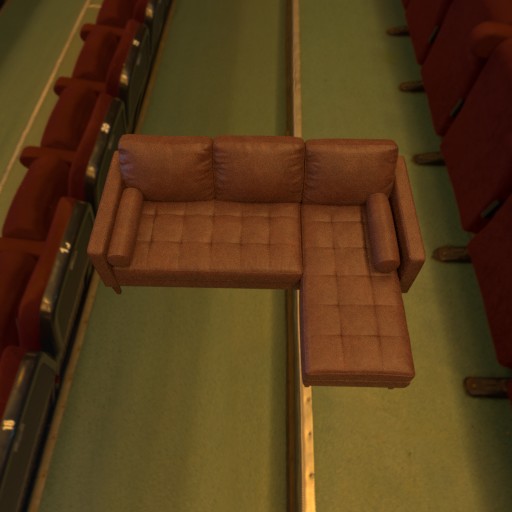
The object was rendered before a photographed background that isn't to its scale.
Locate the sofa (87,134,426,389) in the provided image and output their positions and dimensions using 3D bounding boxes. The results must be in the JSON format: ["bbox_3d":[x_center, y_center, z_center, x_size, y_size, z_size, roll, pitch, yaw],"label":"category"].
[{"bbox_3d":[0.000,0.000,3.003,2.185,0.841,1.613,1,57,1],"label":"sofa"}]
